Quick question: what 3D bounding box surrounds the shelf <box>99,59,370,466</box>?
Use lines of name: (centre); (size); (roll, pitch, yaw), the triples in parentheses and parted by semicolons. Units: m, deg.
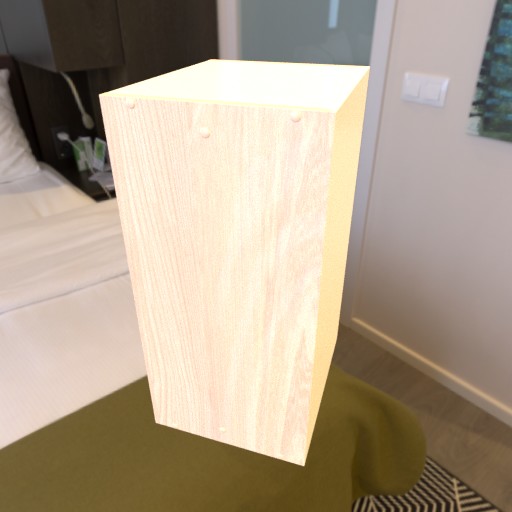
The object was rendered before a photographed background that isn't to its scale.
shelf: (0.000, 0.000, 0.797); (0.290, 0.600, 0.350); (10, 32, 16)
